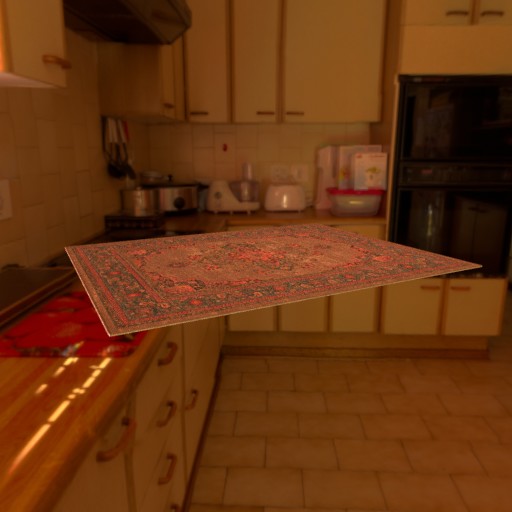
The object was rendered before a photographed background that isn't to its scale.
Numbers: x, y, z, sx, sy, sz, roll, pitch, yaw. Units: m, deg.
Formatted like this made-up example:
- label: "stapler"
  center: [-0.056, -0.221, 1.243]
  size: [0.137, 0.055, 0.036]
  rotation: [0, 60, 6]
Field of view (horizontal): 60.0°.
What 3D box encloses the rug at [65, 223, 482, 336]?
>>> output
- label: "rug"
  center: [0.000, 0.000, 4.098]
  size: [3.057, 0.013, 2.434]
  rotation: [-7, 16, -27]
